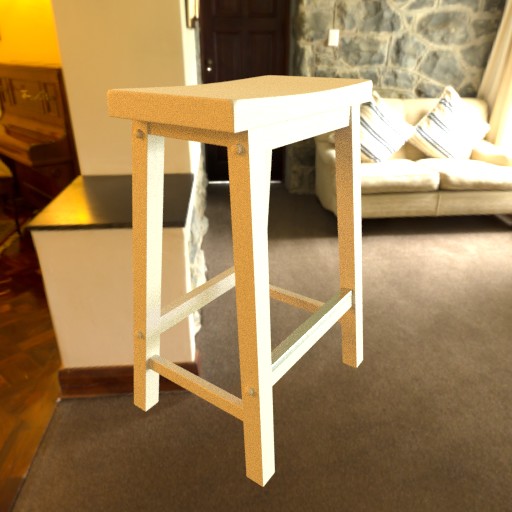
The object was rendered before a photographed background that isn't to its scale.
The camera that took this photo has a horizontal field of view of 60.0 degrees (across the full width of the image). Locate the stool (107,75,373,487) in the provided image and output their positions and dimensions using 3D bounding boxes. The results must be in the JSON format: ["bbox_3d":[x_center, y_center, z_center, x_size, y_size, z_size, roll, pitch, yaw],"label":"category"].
[{"bbox_3d":[0.000,0.000,0.840,0.322,0.610,0.406,17,30,32],"label":"stool"}]
